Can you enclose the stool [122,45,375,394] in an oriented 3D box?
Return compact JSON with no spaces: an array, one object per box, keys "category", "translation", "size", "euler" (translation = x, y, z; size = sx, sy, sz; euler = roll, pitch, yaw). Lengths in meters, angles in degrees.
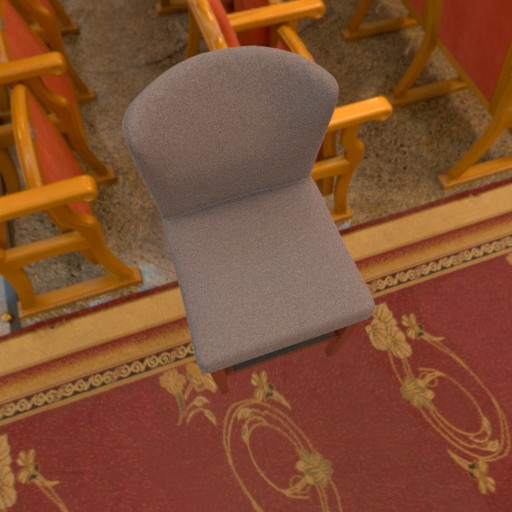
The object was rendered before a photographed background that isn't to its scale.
[{"category":"stool","translation":[0.000,0.000,1.276],"size":[0.481,0.968,0.568],"euler":[-17,65,-8]}]
